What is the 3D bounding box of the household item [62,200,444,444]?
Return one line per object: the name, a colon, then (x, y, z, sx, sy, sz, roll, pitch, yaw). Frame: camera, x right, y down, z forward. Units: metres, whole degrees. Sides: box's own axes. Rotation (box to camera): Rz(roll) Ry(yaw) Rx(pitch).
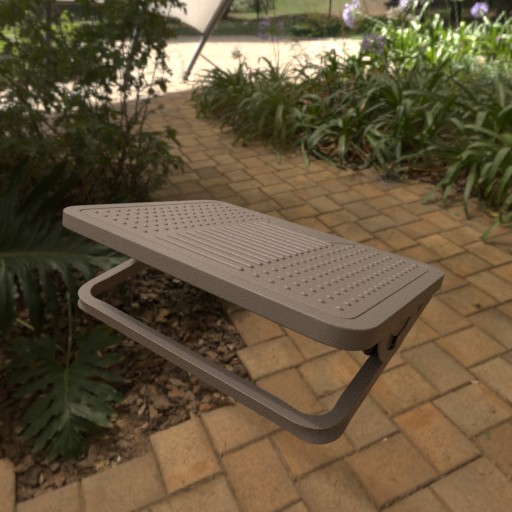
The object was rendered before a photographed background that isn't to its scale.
household item: (0.000, 0.000, 0.543, 0.390, 0.126, 0.301, 20, 36, 31)
